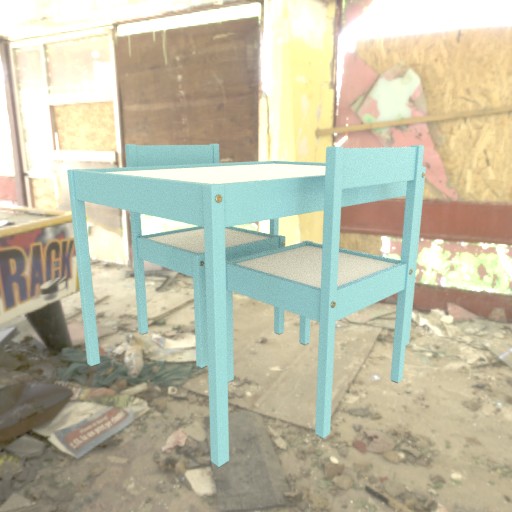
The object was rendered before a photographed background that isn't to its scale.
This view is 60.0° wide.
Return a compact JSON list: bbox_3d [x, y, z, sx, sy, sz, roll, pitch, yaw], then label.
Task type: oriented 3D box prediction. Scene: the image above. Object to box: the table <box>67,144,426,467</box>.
[{"bbox_3d":[0.000,0.000,1.033,0.639,0.503,0.633,-14,20,-43],"label":"table"}]
